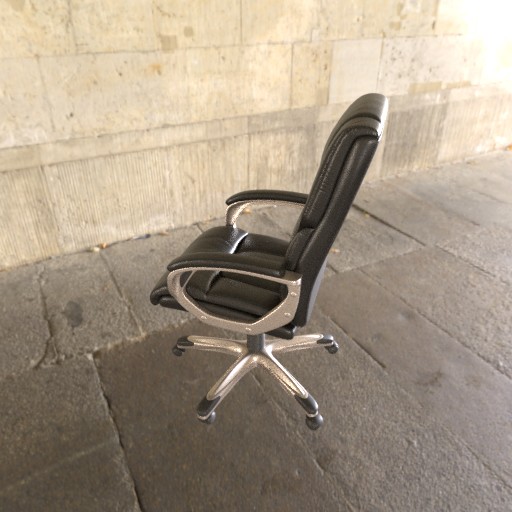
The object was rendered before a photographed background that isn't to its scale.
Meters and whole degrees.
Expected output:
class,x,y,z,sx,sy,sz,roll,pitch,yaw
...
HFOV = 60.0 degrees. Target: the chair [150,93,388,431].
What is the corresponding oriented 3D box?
class,x,y,z,sx,sy,sz,roll,pitch,yaw
chair,0.000,0.000,1.637,0.780,1.145,0.700,9,31,14
